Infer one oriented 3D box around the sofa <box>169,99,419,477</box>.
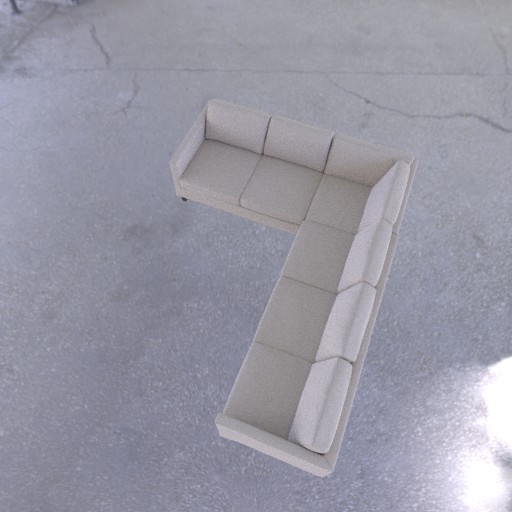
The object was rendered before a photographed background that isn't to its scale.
[{"bbox_3d":[0.000,0.000,4.302,2.432,0.863,3.182,19,61,11],"label":"sofa"}]
